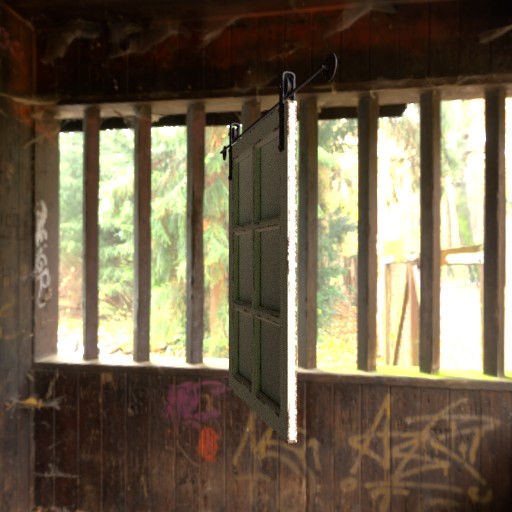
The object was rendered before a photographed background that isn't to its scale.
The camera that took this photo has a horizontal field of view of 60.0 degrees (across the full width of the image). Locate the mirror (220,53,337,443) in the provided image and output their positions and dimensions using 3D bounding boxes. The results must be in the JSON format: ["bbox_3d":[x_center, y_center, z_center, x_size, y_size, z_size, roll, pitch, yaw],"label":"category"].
[{"bbox_3d":[0.000,0.000,1.217,0.037,0.844,0.808,0,0,-20],"label":"mirror"}]
